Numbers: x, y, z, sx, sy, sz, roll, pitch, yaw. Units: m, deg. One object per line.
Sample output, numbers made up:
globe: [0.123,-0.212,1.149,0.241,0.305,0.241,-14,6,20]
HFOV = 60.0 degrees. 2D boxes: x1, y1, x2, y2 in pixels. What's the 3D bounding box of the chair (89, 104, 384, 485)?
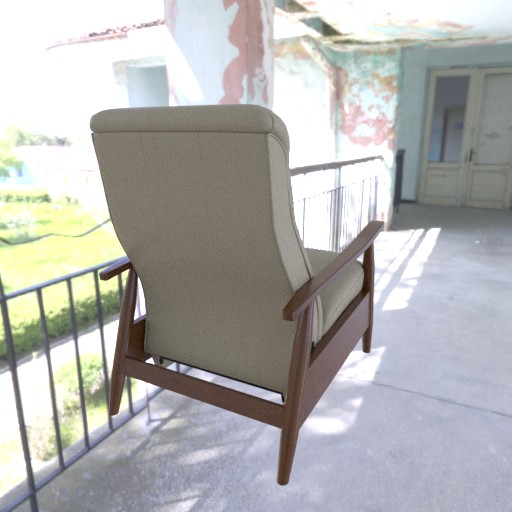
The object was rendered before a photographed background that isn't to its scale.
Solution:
chair: [0.000,0.000,1.750,0.762,1.082,1.014,8,18,28]
